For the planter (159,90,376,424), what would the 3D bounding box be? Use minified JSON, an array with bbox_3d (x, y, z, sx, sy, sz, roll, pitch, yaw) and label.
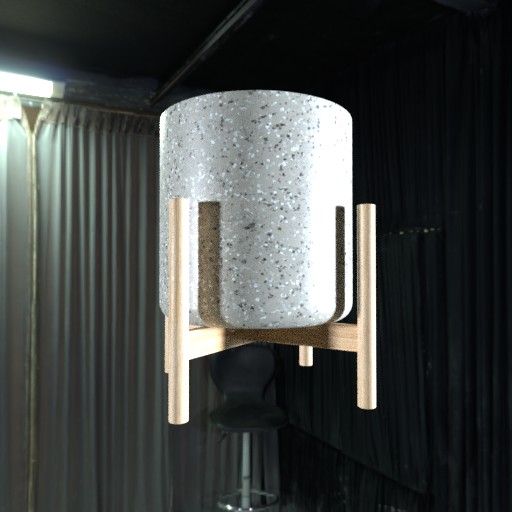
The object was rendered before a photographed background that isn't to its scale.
[{"bbox_3d":[0.000,0.000,0.713,0.360,0.419,0.360,1,-1,-35],"label":"planter"}]
